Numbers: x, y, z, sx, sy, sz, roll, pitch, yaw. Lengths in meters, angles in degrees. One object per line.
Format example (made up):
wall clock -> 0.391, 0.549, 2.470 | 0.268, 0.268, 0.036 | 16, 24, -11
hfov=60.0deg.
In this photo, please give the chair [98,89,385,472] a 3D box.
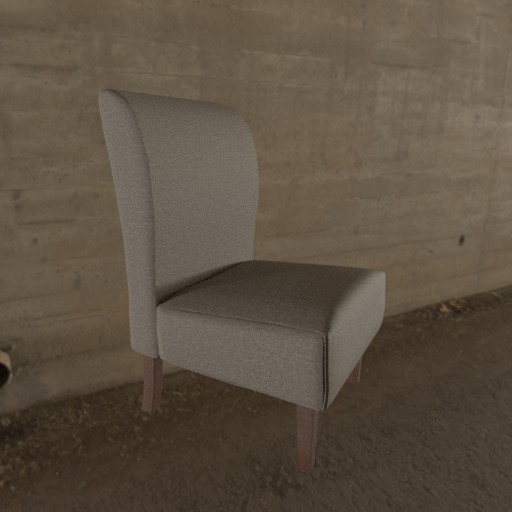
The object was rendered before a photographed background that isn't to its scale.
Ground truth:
chair -> 0.000, 0.000, 1.146 | 0.592, 0.804, 0.513 | 7, 16, 26
